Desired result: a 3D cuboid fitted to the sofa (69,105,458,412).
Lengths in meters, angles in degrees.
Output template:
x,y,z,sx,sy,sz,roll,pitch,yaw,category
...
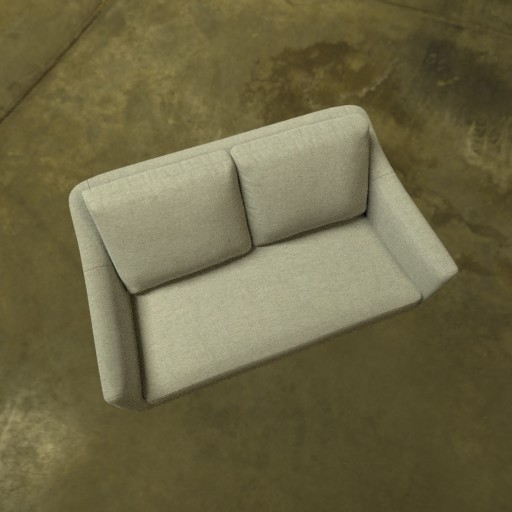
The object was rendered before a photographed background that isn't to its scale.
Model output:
x,y,z,sx,sy,sz,roll,pitch,yaw,category
0.000,0.000,2.188,1.619,0.904,0.960,-19,65,-9,sofa
